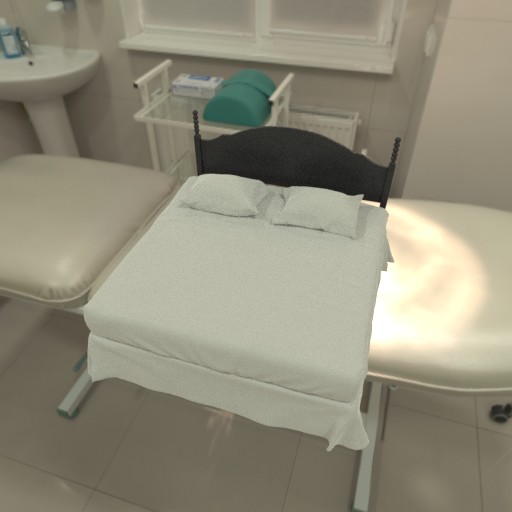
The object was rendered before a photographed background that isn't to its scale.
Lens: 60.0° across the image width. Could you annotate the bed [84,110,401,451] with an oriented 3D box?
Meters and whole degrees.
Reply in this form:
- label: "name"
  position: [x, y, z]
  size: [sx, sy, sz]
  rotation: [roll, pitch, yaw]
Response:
- label: "bed"
  position: [0.000, 0.000, 3.622]
  size: [2.322, 1.355, 2.219]
  rotation: [12, 43, 13]
